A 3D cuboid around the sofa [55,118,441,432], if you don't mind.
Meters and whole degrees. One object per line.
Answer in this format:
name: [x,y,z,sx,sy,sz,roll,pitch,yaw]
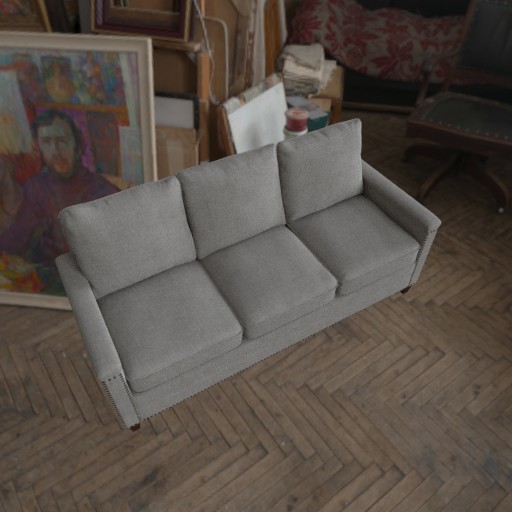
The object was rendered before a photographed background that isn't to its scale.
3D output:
sofa: [0.000,0.000,2.446,1.925,0.959,0.828,-22,50,-20]
